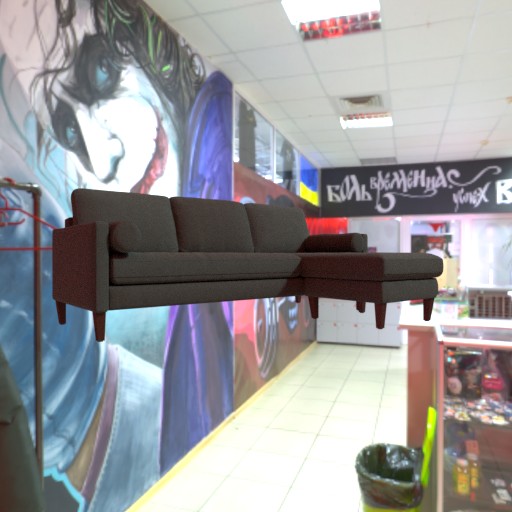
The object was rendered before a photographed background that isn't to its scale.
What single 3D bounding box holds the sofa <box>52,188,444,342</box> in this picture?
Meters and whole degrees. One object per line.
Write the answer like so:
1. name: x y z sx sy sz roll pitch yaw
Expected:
1. sofa: 0.000 0.000 2.929 2.178 0.876 1.506 0 0 -38
